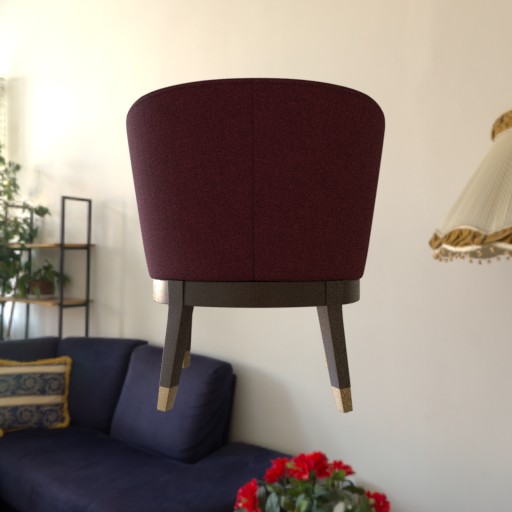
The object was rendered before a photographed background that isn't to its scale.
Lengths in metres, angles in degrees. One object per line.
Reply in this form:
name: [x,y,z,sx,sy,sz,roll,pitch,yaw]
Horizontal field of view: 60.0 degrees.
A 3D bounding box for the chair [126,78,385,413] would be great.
chair: [0.000,0.000,1.262,0.700,0.760,0.660,0,0,1]
